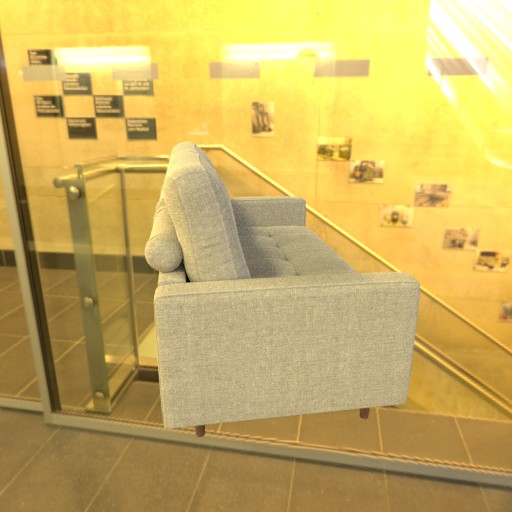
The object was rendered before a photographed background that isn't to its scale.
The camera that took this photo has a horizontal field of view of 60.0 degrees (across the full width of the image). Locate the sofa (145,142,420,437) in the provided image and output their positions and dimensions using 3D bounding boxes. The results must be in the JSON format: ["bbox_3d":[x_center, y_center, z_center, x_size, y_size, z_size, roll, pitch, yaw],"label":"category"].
[{"bbox_3d":[0.000,0.000,1.939,0.842,0.907,1.407,-3,18,-9],"label":"sofa"}]
